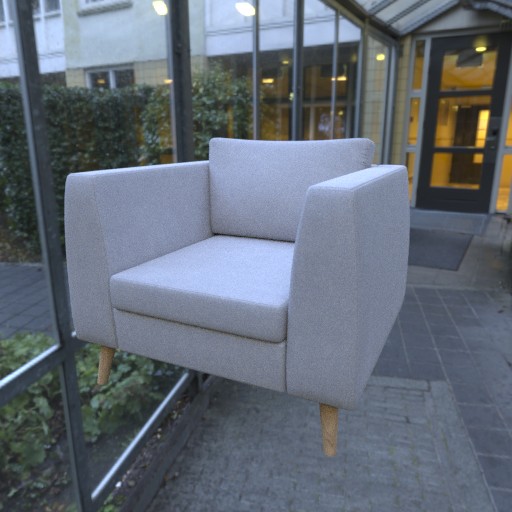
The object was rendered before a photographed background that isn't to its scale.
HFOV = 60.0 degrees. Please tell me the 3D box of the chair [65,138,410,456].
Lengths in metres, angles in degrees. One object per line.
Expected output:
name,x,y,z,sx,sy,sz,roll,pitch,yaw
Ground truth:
chair,0.000,0.000,1.675,1.000,0.860,0.930,7,17,25
